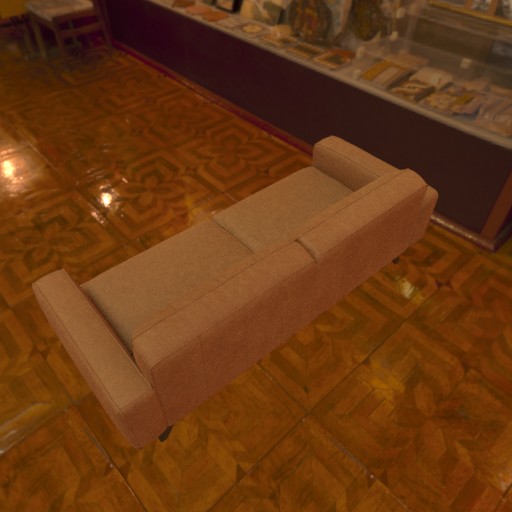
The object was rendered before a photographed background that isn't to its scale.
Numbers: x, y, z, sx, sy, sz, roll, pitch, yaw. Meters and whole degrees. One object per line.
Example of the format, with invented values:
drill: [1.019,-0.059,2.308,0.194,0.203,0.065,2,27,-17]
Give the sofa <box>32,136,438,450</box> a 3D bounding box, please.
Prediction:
sofa: [0.000,0.000,2.648,2.270,0.780,0.953,-31,53,-27]
